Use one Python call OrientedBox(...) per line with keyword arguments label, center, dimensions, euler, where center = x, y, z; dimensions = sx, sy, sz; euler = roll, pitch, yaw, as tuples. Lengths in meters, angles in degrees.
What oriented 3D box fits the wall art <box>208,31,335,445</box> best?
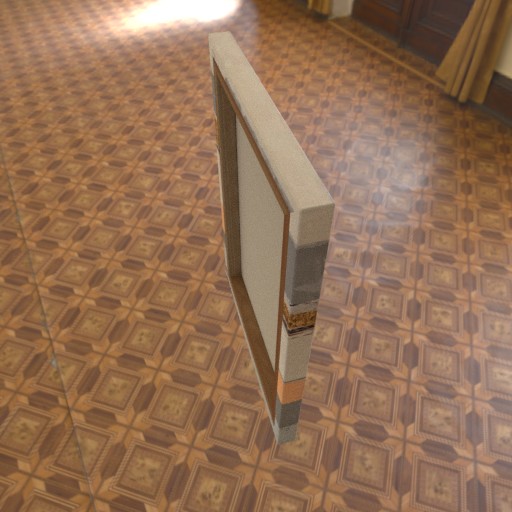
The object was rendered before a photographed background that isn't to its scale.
OrientedBox(label="wall art", center=(0.000, 0.000, 0.801), dimensions=(0.038, 0.609, 0.456), euler=(-11, 48, -10))
